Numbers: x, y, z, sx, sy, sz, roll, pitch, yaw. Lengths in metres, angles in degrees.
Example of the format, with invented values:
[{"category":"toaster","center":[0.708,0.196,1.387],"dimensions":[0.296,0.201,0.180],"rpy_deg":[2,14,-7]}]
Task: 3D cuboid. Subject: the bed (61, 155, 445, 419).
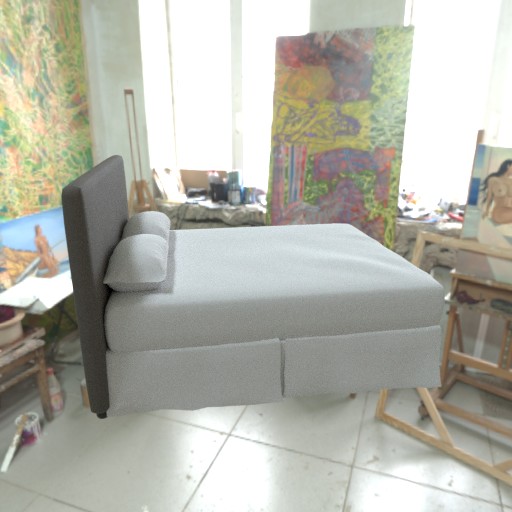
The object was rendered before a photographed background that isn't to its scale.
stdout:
[{"category":"bed","center":[0.000,0.000,3.191],"dimensions":[2.142,1.330,1.723],"rpy_deg":[-3,18,-9]}]
